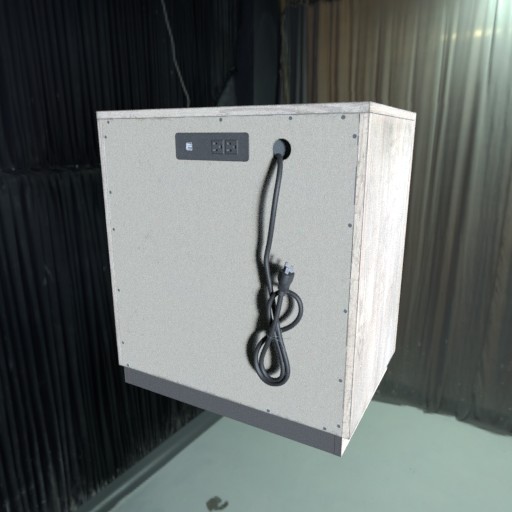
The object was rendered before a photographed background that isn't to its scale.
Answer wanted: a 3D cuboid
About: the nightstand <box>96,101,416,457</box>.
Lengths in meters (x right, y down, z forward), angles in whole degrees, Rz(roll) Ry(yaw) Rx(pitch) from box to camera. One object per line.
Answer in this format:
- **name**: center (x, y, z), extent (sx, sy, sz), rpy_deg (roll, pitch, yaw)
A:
- **nightstand**: center (0.000, 0.000, 1.083), extent (0.612, 0.673, 0.483), rpy_deg (8, 17, 28)
